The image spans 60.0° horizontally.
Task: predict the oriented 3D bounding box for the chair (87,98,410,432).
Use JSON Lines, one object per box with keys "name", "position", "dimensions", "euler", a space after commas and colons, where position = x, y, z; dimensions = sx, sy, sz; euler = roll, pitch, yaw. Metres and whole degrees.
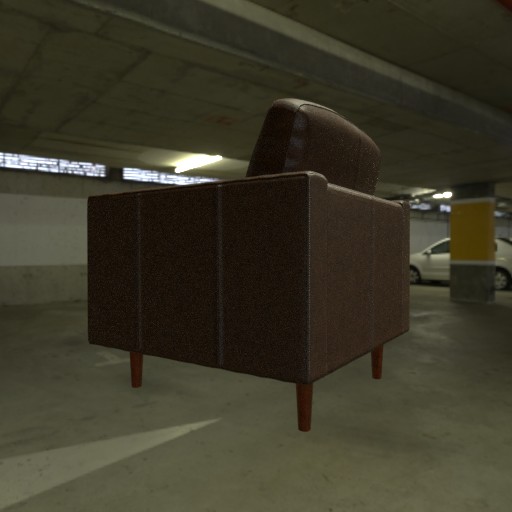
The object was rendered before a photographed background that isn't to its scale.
{"name": "chair", "position": [0.000, 0.000, 1.682], "dimensions": [0.909, 0.956, 0.890], "euler": [1, 1, 34]}
